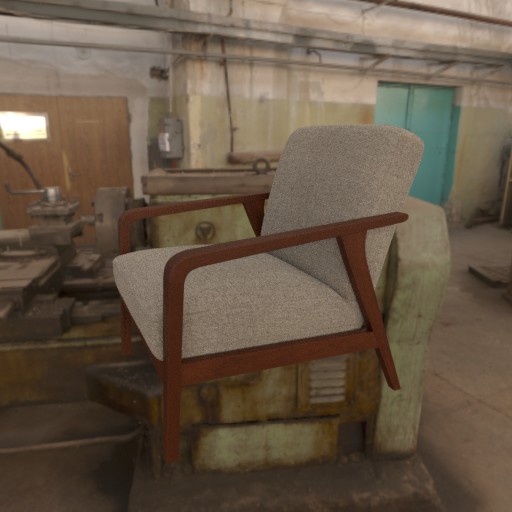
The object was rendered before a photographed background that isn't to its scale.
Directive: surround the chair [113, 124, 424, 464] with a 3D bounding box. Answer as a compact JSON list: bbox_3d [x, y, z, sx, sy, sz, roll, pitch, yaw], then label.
[{"bbox_3d":[0.000,0.000,1.484,0.858,0.847,0.704,-7,17,-25],"label":"chair"}]
